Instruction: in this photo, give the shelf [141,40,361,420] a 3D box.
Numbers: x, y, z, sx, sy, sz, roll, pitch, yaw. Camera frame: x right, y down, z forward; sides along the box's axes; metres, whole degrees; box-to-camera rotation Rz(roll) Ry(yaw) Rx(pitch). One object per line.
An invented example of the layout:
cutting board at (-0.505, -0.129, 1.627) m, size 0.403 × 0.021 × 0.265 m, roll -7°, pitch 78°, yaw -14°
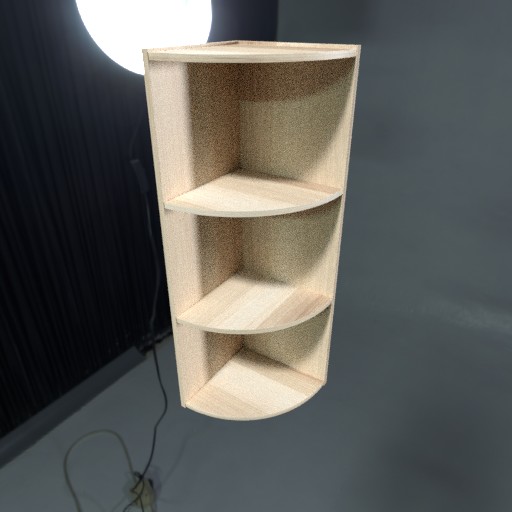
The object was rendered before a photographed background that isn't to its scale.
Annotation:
shelf at (0.000, 0.000, 1.019) m, size 0.290 × 0.872 × 0.290 m, roll 17°, pitch 33°, yaw 29°
